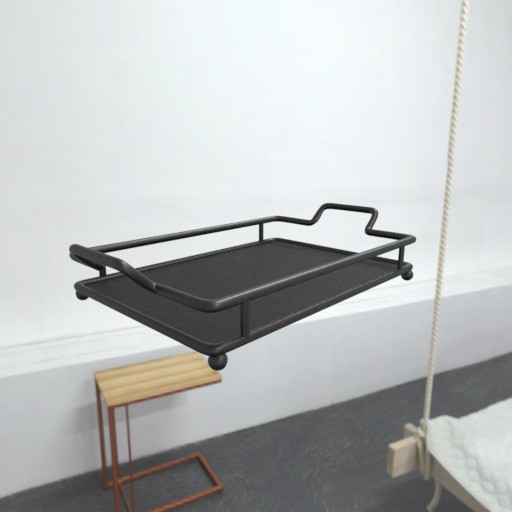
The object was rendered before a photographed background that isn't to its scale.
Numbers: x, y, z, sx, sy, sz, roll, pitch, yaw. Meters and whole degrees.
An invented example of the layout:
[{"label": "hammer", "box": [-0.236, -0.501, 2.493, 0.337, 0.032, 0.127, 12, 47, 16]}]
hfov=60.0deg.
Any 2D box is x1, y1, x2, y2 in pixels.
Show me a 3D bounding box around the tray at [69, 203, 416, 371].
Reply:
[{"label": "tray", "box": [0.000, 0.000, 0.641, 0.297, 0.101, 0.495, 13, 19, 42]}]
